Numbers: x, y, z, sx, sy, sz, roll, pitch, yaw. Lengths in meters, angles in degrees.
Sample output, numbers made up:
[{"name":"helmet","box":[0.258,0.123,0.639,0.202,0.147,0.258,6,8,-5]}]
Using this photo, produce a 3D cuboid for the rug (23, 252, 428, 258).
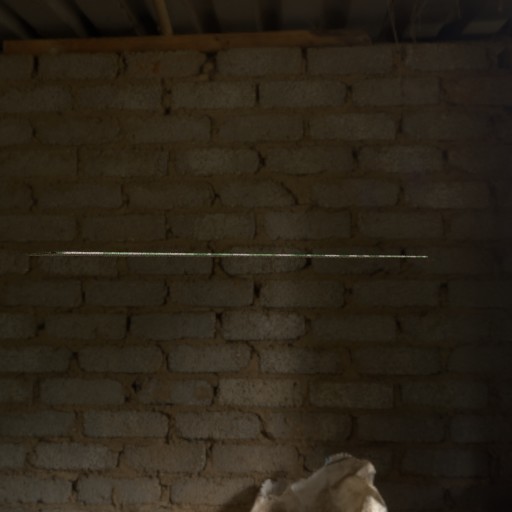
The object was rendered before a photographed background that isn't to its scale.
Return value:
[{"name":"rug","box":[0.000,0.000,2.712,2.438,0.006,0.761,1,-1,-36]}]
